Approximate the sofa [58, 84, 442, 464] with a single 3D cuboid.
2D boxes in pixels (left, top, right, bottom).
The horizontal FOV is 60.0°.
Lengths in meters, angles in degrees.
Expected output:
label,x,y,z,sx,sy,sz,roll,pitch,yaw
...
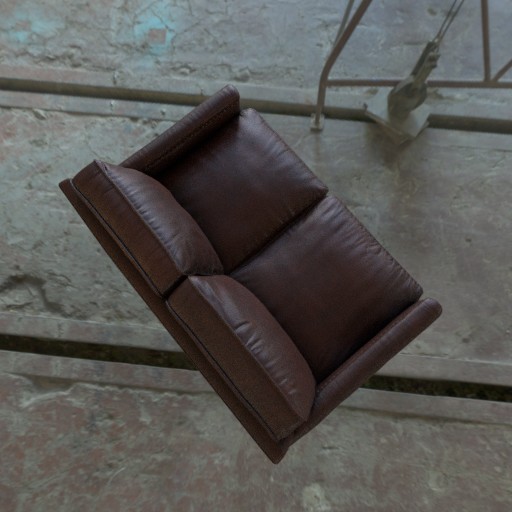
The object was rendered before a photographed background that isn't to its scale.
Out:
label,x,y,z,sx,sy,sz,roll,pitch,yaw
sofa,0.000,0.000,2.248,1.083,1.003,1.628,-39,79,-9
